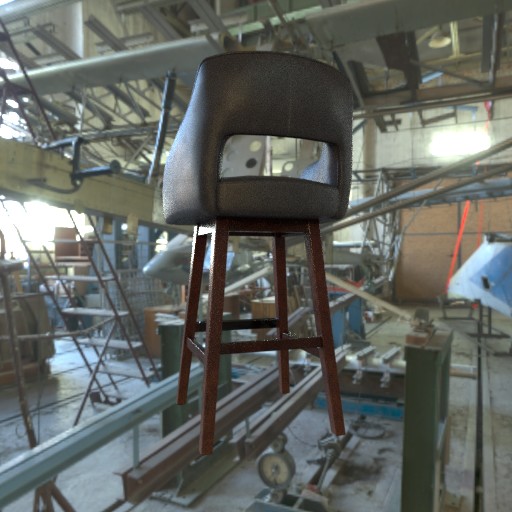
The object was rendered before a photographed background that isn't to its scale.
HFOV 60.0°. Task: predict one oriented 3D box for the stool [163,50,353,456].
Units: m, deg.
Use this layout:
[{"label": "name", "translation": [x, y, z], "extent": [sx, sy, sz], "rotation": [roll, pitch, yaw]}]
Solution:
[{"label": "stool", "translation": [0.000, 0.000, 1.390], "extent": [0.550, 1.041, 0.560], "rotation": [0, 0, -19]}]
